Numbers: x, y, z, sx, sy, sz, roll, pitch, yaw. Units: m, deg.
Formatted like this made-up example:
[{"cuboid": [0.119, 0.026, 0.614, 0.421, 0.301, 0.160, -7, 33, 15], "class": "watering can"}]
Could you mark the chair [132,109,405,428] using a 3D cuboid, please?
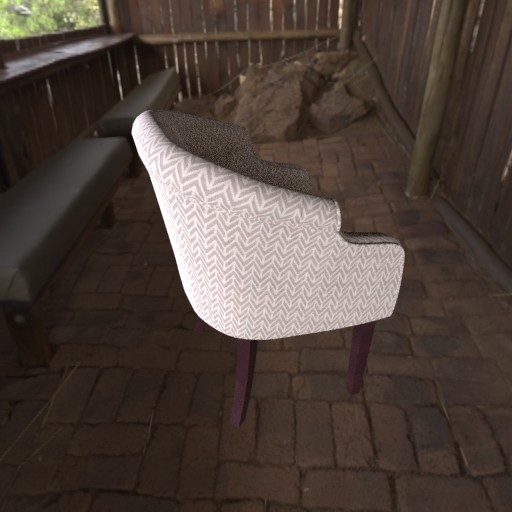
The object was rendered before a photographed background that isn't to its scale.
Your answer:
[{"cuboid": [0.000, 0.000, 1.347, 0.613, 0.858, 0.686, -11, 33, -17], "class": "chair"}]
